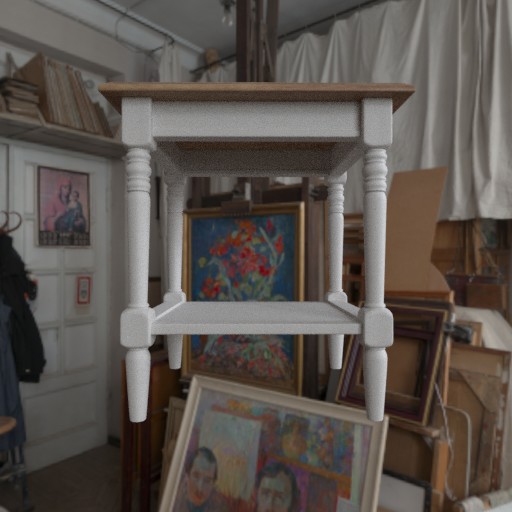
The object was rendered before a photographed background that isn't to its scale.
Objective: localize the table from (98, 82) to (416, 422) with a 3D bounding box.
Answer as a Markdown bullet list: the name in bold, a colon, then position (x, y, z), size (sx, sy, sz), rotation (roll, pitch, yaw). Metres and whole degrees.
- **table**: position (0.000, 0.000, 0.935), size (0.508, 0.561, 0.457), rotation (0, 0, 0)
